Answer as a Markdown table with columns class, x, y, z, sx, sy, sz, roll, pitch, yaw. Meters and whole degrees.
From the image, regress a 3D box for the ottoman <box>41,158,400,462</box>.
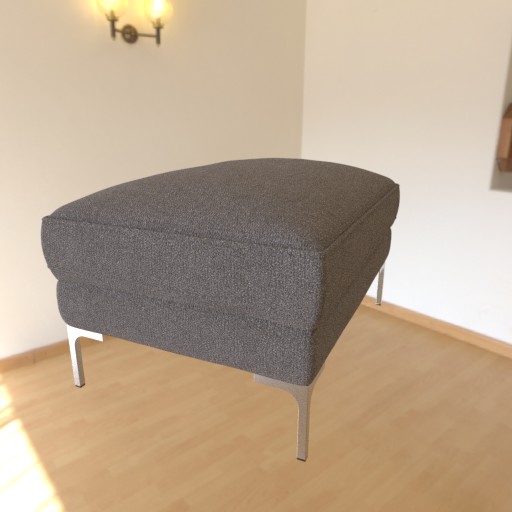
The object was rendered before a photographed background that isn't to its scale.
| class | x | y | z | sx | sy | sz | roll | pitch | yaw |
| --- | --- | --- | --- | --- | --- | --- | --- | --- | --- |
| ottoman | 0.000 | 0.000 | 1.129 | 0.583 | 0.464 | 0.785 | 8 | 19 | 24 |
